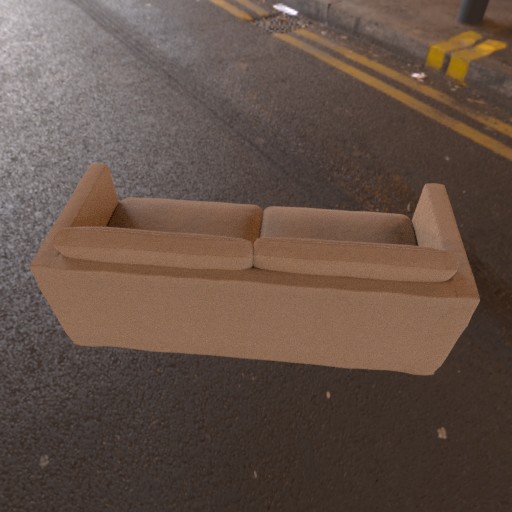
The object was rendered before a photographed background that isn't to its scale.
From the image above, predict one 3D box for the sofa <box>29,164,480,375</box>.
[{"bbox_3d":[0.000,0.000,2.714,2.296,0.847,0.956,4,47,4],"label":"sofa"}]
